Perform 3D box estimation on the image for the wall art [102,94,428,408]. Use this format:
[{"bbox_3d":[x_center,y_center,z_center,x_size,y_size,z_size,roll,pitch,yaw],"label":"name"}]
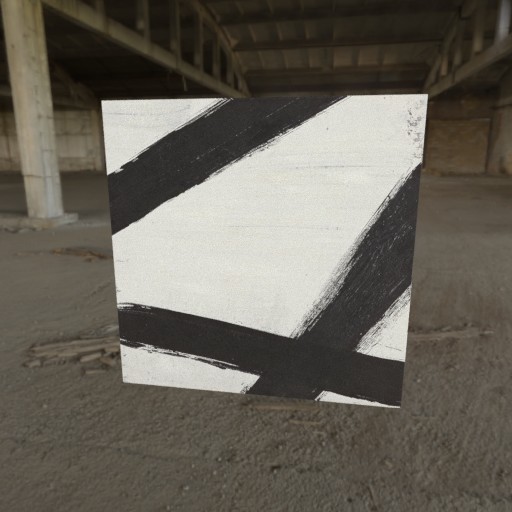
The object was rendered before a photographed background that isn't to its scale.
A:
[{"bbox_3d":[0.000,0.000,1.137,0.765,0.765,0.046,2,14,10],"label":"wall art"}]
